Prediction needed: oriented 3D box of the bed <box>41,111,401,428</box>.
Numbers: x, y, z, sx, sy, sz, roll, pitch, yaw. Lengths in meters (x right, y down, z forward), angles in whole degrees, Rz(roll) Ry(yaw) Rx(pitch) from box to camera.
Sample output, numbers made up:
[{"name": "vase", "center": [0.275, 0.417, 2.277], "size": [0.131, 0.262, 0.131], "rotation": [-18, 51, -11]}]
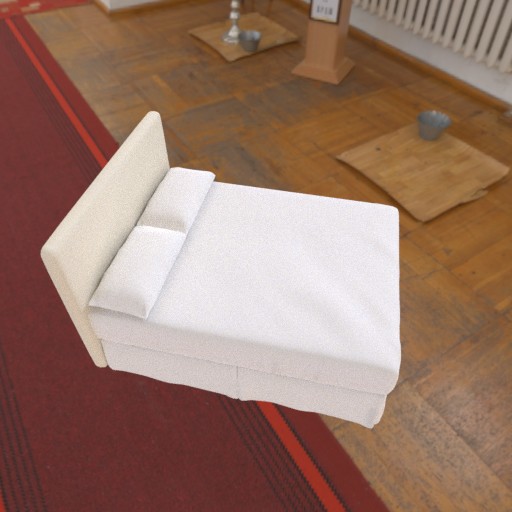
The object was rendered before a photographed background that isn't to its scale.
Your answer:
[{"name": "bed", "center": [0.000, 0.000, 3.337], "size": [2.147, 1.330, 1.714], "rotation": [9, 47, 9]}]
